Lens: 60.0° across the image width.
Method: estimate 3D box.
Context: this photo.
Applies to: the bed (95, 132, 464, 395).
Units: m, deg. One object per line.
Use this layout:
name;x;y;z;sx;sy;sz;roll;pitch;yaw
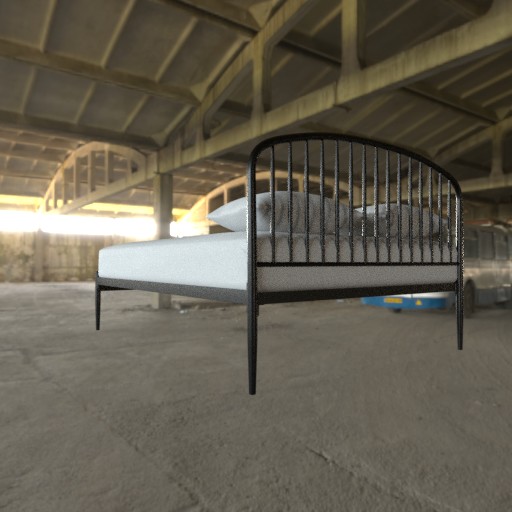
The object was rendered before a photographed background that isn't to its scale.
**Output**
bed;0.000;0.000;3.135;1.618;1.166;2.159;1;-1;-36
